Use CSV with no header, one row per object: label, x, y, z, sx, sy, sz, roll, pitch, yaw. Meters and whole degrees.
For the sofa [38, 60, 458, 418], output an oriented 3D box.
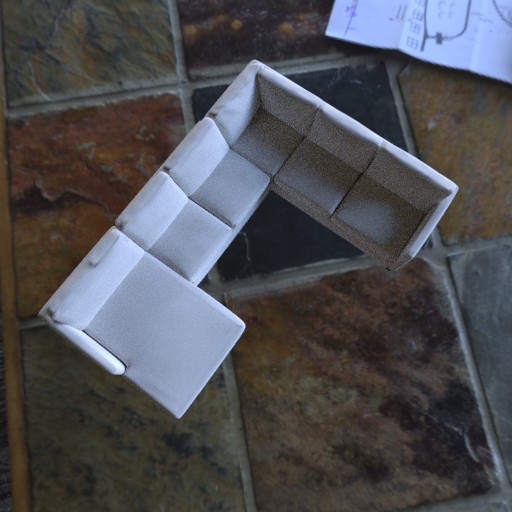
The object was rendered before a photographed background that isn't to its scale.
sofa,0.000,0.000,4.501,2.593,0.956,3.459,35,79,8
